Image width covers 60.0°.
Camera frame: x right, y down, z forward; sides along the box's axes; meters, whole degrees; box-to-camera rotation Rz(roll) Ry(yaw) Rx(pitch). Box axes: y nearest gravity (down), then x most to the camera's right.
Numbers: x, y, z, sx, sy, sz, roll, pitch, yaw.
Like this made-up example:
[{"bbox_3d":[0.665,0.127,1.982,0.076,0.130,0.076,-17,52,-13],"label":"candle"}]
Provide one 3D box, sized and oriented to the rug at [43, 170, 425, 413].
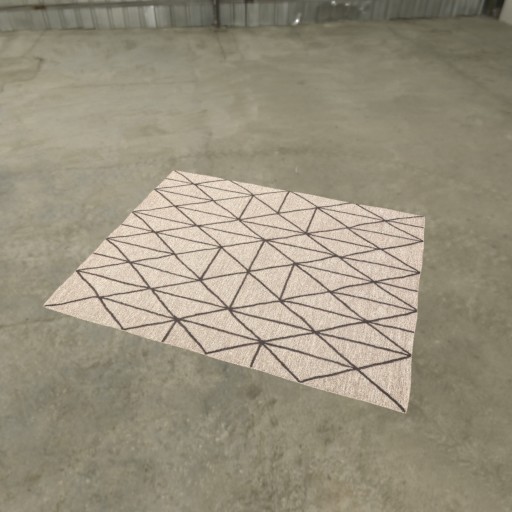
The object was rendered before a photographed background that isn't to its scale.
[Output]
[{"bbox_3d":[0.000,0.000,4.300,3.061,0.022,2.468,13,42,14],"label":"rug"}]
